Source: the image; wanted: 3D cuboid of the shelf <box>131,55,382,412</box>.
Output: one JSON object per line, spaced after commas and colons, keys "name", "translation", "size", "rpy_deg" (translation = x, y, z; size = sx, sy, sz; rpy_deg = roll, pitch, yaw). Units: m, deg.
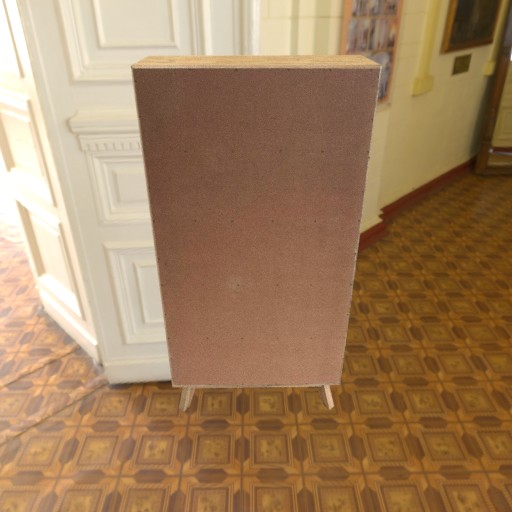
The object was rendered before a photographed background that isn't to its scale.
{"name": "shelf", "translation": [0.000, 0.000, 1.807], "size": [0.748, 1.471, 0.308], "rpy_deg": [-1, 30, -1]}
